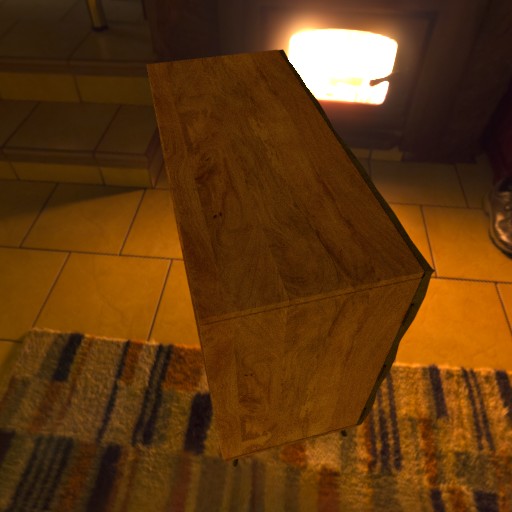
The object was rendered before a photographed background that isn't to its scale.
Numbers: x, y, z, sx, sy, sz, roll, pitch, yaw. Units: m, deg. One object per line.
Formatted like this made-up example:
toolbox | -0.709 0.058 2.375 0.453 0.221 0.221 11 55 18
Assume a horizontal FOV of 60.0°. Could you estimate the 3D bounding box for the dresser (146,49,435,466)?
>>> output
dresser | 0.000 0.000 1.402 0.446 0.847 0.967 -11 49 -10
